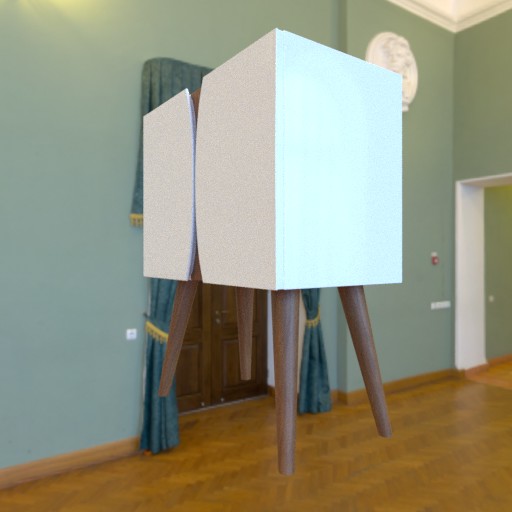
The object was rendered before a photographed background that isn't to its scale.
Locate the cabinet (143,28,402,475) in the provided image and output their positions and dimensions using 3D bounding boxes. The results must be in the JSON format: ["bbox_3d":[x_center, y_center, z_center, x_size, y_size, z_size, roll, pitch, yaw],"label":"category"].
[{"bbox_3d":[0.000,0.000,1.084,0.344,0.772,0.591,0,0,-36],"label":"cabinet"}]
